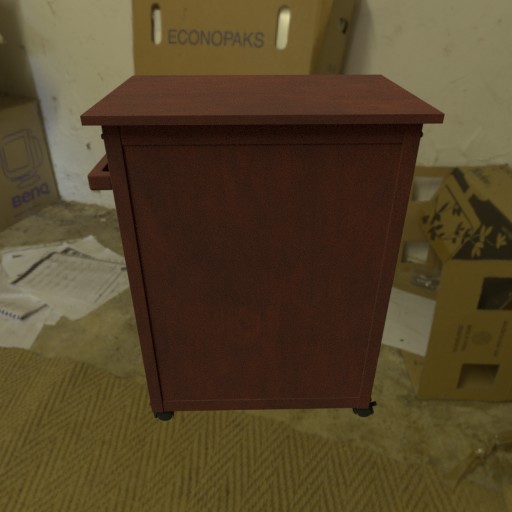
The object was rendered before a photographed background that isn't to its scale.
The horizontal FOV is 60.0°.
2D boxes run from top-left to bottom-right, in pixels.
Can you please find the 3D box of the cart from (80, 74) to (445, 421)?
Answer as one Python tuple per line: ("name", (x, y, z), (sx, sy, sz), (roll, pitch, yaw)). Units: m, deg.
("cart", (0.000, 0.000, 1.218), (0.683, 0.864, 0.442), (-1, 31, -1))
